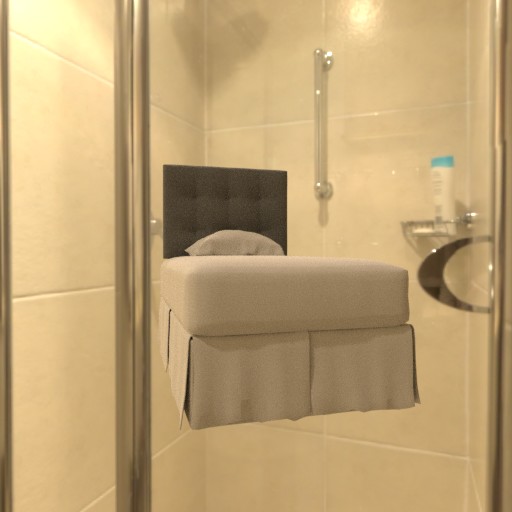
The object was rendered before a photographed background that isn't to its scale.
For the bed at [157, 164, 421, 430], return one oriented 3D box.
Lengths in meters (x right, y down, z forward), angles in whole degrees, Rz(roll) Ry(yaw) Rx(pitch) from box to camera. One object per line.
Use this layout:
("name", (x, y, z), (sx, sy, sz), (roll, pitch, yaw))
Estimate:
("bed", (0.000, 0.000, 3.079), (1.261, 1.571, 1.997), (0, 1, -16))
